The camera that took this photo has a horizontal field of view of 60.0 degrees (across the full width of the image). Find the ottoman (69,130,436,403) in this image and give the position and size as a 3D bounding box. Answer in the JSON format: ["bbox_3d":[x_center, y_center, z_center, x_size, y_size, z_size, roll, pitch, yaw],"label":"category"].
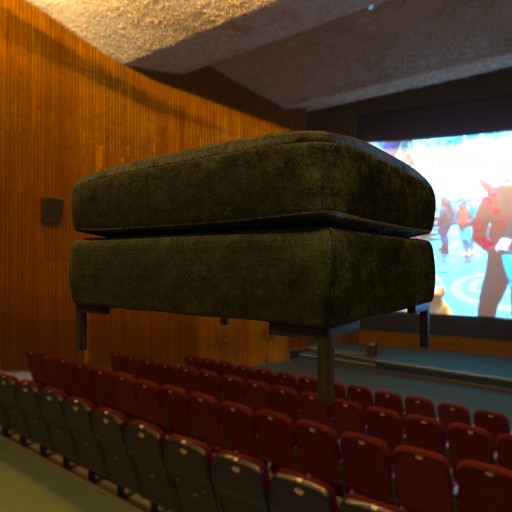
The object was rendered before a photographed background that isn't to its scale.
[{"bbox_3d":[0.000,0.000,1.294,0.839,0.538,0.701,0,-1,36],"label":"ottoman"}]
